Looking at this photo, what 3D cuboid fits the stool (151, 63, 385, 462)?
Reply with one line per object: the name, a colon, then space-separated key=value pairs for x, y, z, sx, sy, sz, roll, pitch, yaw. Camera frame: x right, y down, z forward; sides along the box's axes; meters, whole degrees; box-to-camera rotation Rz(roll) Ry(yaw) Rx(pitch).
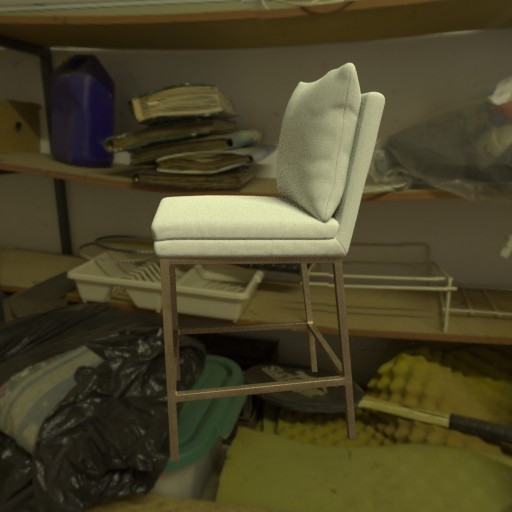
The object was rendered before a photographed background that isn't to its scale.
stool: x=0.000 y=0.000 z=1.334 sx=0.572 sy=1.032 sz=0.463 roll=-2 pitch=15 yaw=-9
